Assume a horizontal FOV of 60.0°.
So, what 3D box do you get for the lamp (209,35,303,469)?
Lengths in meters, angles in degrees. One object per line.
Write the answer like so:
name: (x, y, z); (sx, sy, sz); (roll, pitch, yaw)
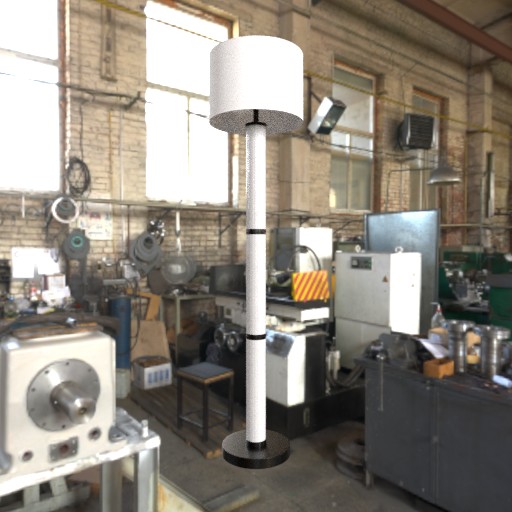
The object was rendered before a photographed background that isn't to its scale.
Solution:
lamp: (0.000, 0.000, 1.791); (0.377, 1.599, 0.377); (0, 1, 19)
